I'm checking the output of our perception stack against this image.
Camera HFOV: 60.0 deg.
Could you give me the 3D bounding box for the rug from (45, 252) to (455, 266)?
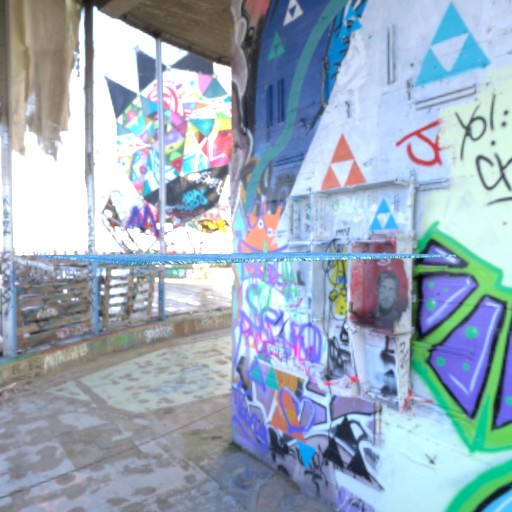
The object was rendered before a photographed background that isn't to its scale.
[{"bbox_3d":[0.000,0.000,2.933,2.277,0.015,1.490,-1,2,-37],"label":"rug"}]
